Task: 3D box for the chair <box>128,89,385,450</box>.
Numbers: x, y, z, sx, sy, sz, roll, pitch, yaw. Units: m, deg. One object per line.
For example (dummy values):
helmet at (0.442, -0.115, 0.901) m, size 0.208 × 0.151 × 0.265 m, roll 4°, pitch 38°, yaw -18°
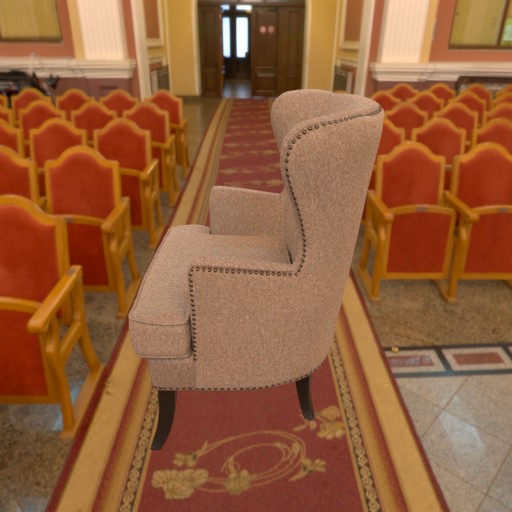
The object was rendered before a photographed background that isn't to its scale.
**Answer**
chair at (0.000, 0.000, 1.575) m, size 0.758 × 1.060 × 0.759 m, roll 0°, pitch 26°, yaw 0°
